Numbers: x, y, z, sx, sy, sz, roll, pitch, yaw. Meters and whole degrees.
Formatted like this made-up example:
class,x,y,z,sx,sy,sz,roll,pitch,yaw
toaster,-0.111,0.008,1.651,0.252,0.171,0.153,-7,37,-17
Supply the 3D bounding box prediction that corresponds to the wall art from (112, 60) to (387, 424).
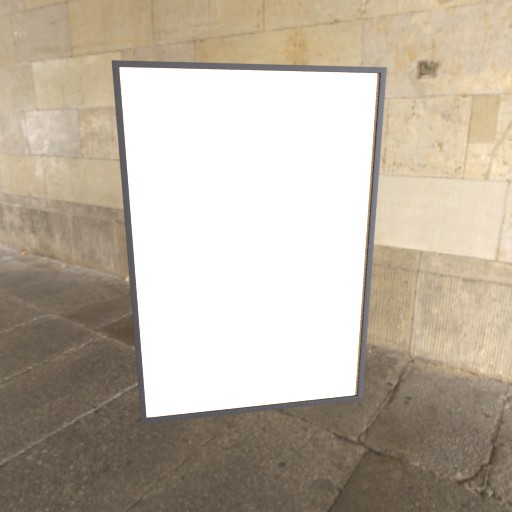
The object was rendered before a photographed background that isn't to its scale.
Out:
class,x,y,z,sx,sy,sz,roll,pitch,yaw
wall art,0.000,0.000,0.821,0.457,0.657,0.013,-3,16,-10
